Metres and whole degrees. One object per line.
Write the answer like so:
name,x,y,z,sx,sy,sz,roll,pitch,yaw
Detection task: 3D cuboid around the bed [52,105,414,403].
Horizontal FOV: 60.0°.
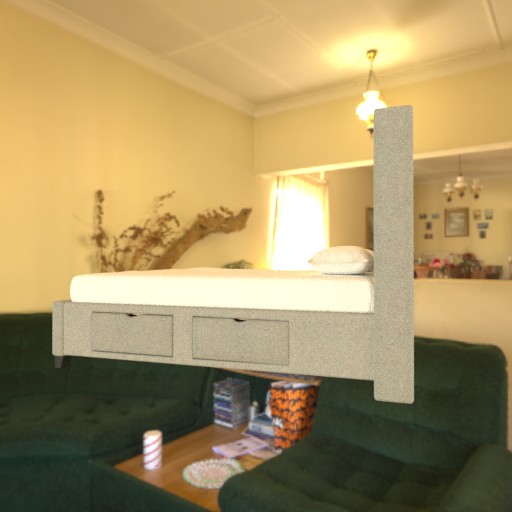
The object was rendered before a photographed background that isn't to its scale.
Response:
bed,0.000,0.000,3.369,2.222,1.491,1.774,0,0,18
